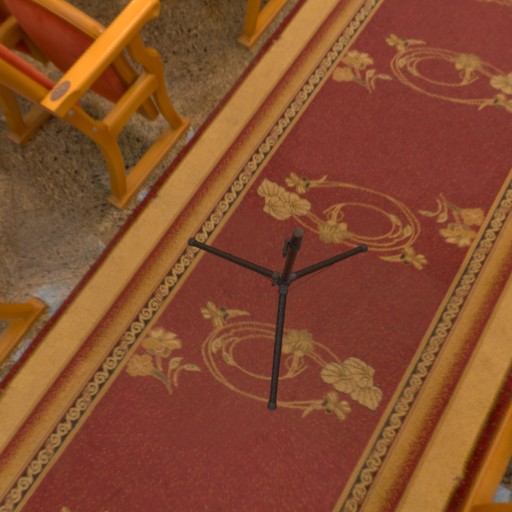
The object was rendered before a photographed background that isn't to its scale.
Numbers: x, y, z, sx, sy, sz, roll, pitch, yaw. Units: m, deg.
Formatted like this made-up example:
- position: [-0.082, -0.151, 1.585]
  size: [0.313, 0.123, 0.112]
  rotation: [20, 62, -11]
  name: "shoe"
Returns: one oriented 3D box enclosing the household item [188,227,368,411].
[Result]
- position: [0.000, 0.000, 1.934]
  size: [0.907, 1.136, 1.045]
  rotation: [32, 77, 8]
  name: "household item"
